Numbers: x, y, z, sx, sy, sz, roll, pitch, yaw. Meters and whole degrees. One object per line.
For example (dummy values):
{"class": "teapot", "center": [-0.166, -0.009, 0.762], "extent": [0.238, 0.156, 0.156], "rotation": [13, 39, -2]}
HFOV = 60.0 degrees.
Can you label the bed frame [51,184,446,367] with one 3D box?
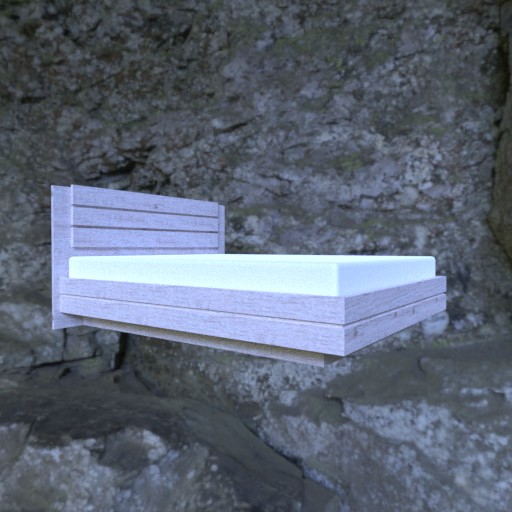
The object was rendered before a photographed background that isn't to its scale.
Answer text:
{"class": "bed frame", "center": [0.000, 0.000, 3.038], "extent": [2.080, 0.970, 1.750], "rotation": [1, 1, 36]}
